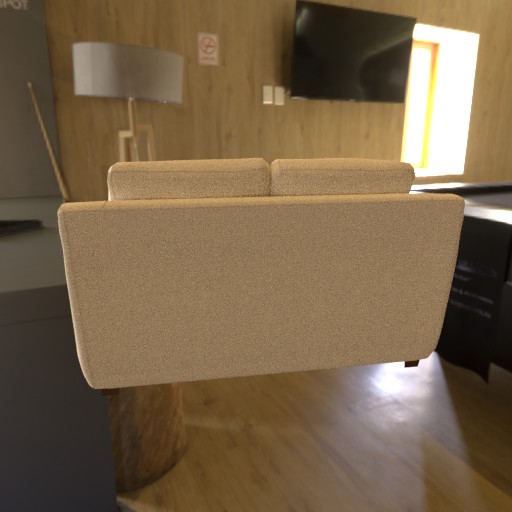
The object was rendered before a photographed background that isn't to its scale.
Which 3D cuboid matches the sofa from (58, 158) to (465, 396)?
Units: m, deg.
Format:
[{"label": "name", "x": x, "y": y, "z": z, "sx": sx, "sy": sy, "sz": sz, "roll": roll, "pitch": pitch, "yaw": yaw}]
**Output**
[{"label": "sofa", "x": 0.000, "y": 0.000, "z": 2.367, "sx": 1.744, "sy": 1.047, "sz": 1.040, "roll": -3, "pitch": 15, "yaw": -10}]
